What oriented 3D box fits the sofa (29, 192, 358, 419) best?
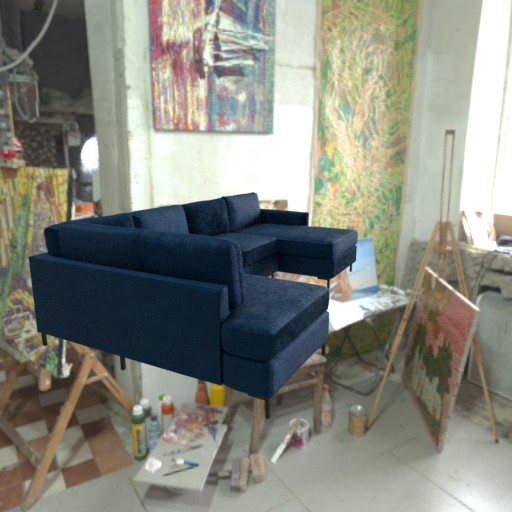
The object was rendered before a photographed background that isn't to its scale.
[{"bbox_3d":[0.000,0.000,4.329,2.055,0.992,3.434,7,15,28],"label":"sofa"}]
